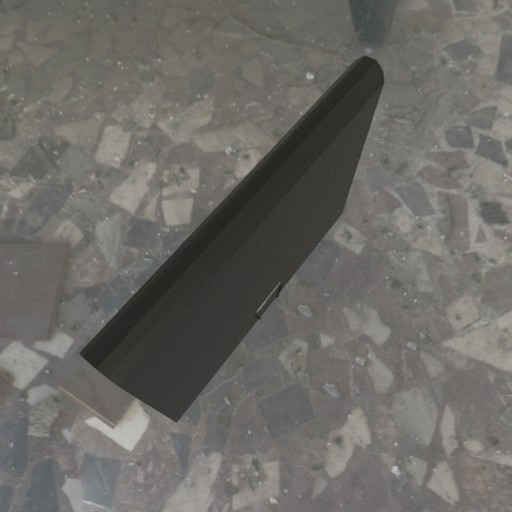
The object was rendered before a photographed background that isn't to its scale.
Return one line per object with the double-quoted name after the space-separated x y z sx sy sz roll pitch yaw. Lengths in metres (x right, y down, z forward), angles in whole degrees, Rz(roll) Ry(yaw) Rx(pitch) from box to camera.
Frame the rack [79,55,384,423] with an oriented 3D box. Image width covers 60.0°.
0.000 0.000 0.433 0.041 0.241 0.330 34 69 15 "rack"
